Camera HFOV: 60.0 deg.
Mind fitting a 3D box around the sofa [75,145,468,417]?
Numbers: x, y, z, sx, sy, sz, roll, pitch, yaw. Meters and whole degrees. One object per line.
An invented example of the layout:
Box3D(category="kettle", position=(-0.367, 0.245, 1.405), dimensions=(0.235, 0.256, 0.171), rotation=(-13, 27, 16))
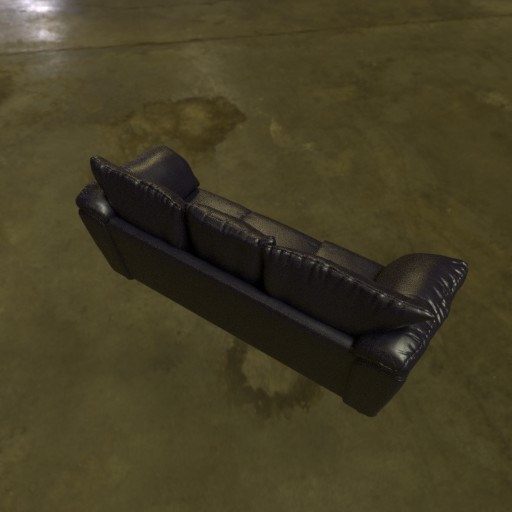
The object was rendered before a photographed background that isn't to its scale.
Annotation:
Box3D(category="sofa", position=(0.000, 0.000, 2.844), dimensions=(2.336, 1.073, 0.880), rotation=(26, 52, 22))
